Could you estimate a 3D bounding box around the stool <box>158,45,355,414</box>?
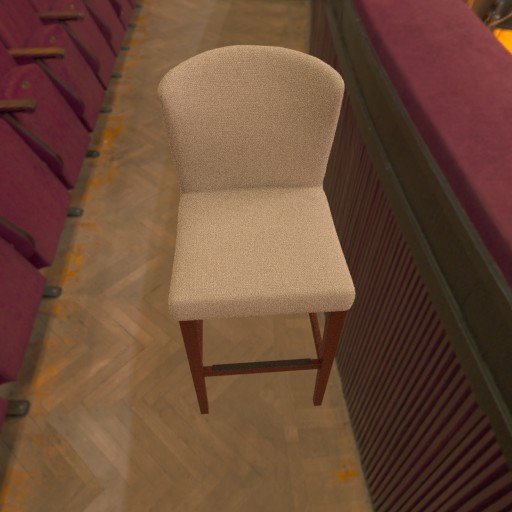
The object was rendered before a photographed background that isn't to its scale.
[{"bbox_3d":[0.000,0.000,1.382,0.481,1.069,0.568,-3,46,-3],"label":"stool"}]
